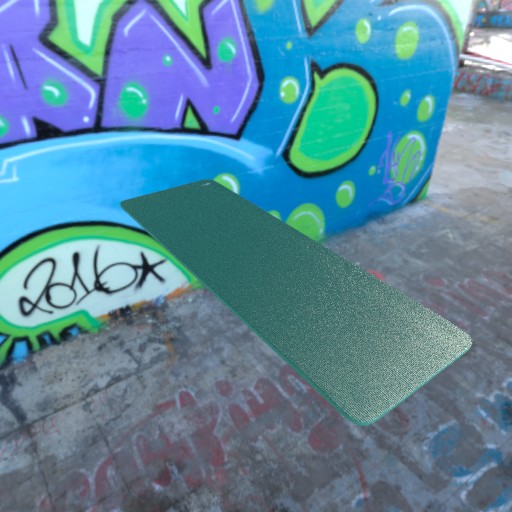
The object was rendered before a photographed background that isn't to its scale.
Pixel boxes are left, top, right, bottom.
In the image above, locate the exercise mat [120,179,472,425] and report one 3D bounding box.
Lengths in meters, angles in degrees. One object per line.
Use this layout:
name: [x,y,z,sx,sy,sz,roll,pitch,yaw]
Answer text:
exercise mat: [0.000,0.000,2.065,0.616,0.021,1.869,-21,38,-30]
